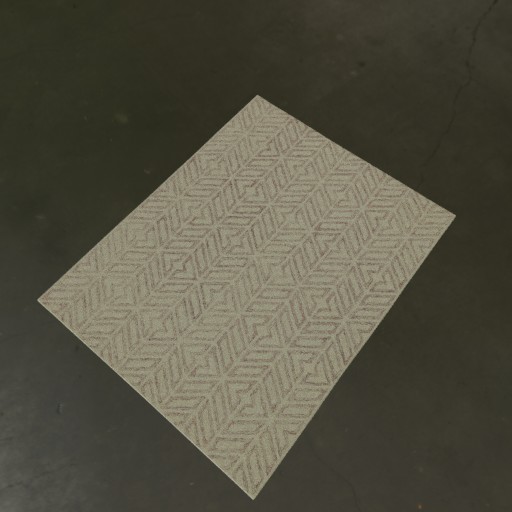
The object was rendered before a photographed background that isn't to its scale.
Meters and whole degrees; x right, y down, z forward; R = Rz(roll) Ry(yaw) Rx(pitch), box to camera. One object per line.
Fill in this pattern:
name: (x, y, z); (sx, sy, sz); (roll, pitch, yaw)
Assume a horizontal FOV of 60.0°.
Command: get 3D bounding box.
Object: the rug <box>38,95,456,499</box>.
rug: (0.000, 0.000, 4.024); (2.421, 0.008, 3.045); (36, 70, 15)
